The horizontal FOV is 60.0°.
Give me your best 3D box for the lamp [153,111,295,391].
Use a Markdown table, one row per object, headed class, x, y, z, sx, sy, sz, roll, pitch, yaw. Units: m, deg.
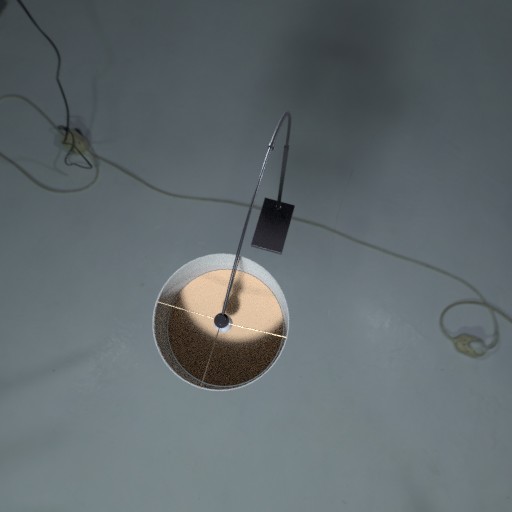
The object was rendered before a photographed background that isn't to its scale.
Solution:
| class | x | y | z | sx | sy | sz | roll | pitch | yaw |
| --- | --- | --- | --- | --- | --- | --- | --- | --- | --- |
| lamp | 0.000 | 0.000 | 2.525 | 0.493 | 1.927 | 1.424 | 15 | 76 | 4 |
